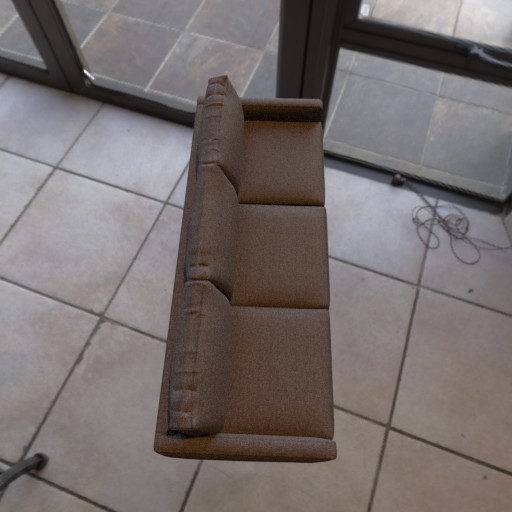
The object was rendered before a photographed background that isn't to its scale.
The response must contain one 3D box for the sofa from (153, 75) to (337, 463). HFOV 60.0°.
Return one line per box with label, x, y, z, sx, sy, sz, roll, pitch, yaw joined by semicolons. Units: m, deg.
sofa;0.000;0.000;2.678;0.876;0.882;2.253;2;64;1
